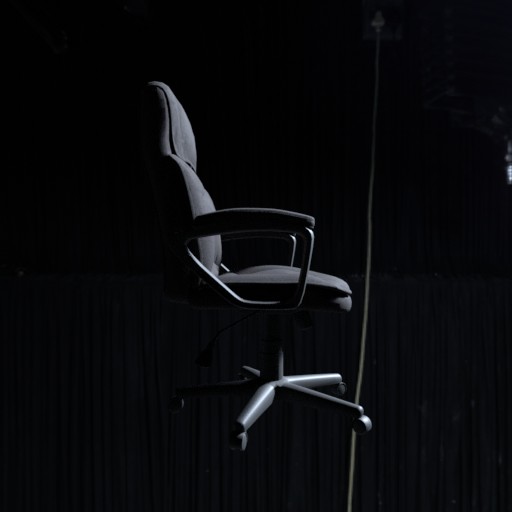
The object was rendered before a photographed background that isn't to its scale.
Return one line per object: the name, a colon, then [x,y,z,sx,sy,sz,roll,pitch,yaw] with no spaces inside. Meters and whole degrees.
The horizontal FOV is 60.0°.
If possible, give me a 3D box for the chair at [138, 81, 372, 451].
chair: [0.000,0.000,1.572,0.724,1.105,0.667,0,1,0]
